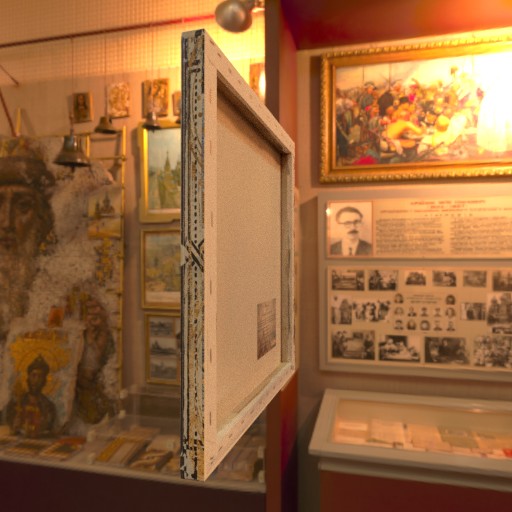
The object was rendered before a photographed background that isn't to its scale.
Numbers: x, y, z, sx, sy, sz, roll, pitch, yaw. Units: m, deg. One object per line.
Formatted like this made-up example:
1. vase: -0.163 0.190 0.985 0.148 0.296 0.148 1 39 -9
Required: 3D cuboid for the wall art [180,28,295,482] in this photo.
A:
1. wall art: 0.000 0.000 0.887 0.036 0.607 0.609 0 -1 16
